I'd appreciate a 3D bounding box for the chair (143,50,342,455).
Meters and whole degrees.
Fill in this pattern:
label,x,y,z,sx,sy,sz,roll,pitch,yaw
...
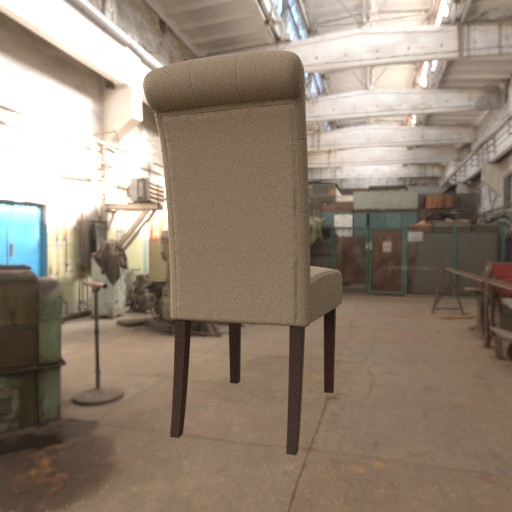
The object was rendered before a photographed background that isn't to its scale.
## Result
label,x,y,z,sx,sy,sz,roll,pitch,yaw
chair,0.000,0.000,1.389,0.456,1.006,0.671,0,1,18
